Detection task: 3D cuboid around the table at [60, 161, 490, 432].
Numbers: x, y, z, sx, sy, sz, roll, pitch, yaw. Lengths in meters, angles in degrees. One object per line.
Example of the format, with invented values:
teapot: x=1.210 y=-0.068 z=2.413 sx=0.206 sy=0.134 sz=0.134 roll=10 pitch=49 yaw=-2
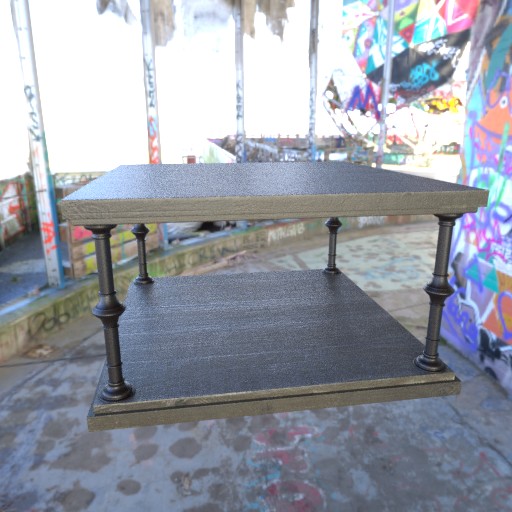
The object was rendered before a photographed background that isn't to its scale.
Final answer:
table: x=0.000 y=0.000 z=1.089 sx=0.696 sy=0.400 sz=0.696 roll=-3 pitch=16 yaw=-9
